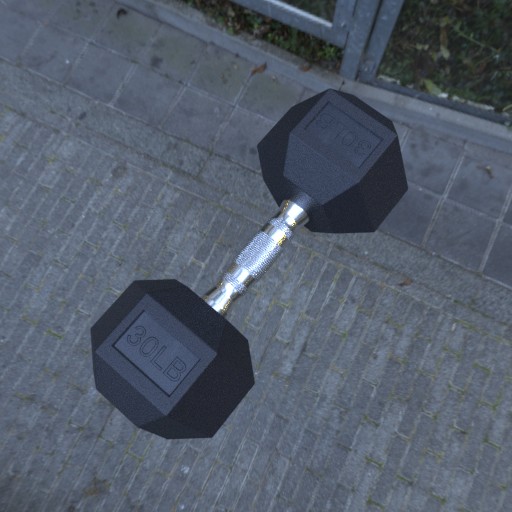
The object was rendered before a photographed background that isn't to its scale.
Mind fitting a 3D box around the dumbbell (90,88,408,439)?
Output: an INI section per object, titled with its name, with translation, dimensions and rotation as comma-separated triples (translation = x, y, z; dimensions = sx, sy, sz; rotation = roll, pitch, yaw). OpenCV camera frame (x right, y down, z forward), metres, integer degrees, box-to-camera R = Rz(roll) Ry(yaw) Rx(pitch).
[dumbbell]
translation = 0.000, 0.000, 0.408
dimensions = 0.142, 0.123, 0.337
rotation = 38, 78, 9
